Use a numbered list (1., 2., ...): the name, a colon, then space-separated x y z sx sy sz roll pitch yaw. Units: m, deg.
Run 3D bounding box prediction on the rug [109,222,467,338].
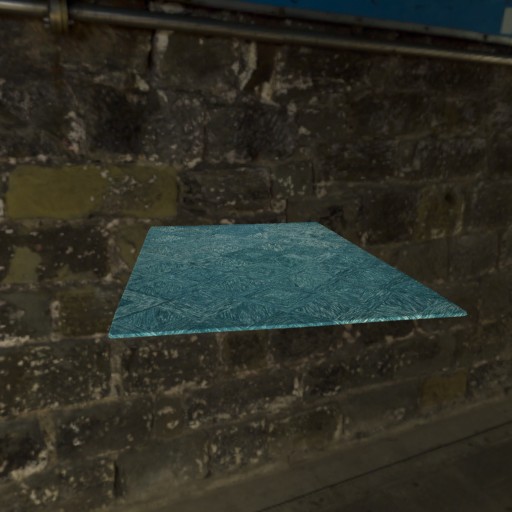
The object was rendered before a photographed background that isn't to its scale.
1. rug: 0.000 0.000 2.172 1.136 0.017 1.728 -2 14 -9
